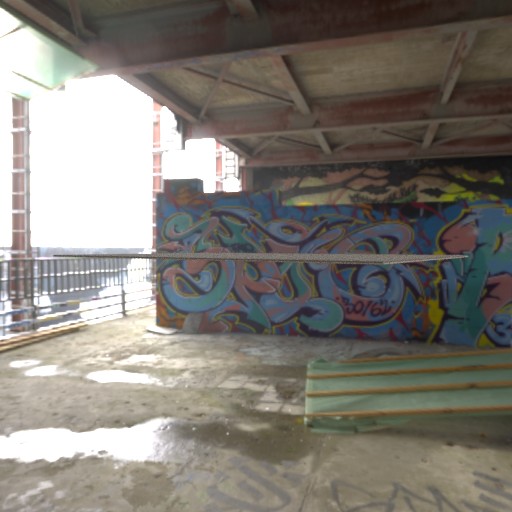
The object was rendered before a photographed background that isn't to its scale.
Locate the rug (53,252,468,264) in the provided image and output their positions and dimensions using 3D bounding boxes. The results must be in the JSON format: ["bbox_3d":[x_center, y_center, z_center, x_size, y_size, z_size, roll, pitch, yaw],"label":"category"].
[{"bbox_3d":[0.000,0.000,2.334,1.829,0.010,1.219,1,1,36],"label":"rug"}]
